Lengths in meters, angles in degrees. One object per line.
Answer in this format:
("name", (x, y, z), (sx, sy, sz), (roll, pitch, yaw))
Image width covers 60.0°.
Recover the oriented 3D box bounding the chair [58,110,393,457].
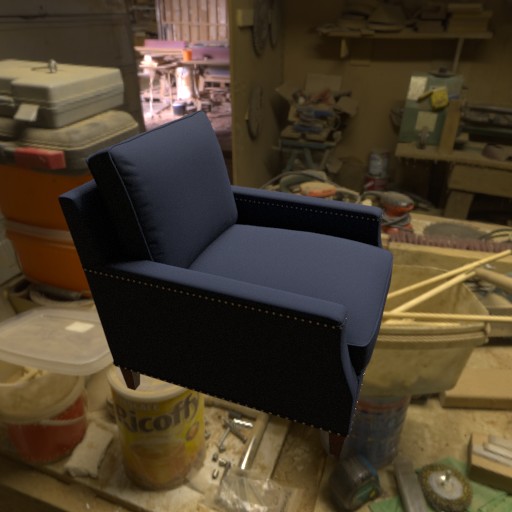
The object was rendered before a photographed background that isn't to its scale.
("chair", (0.000, 0.000, 1.725), (1.014, 0.943, 0.853), (11, 31, 18))
